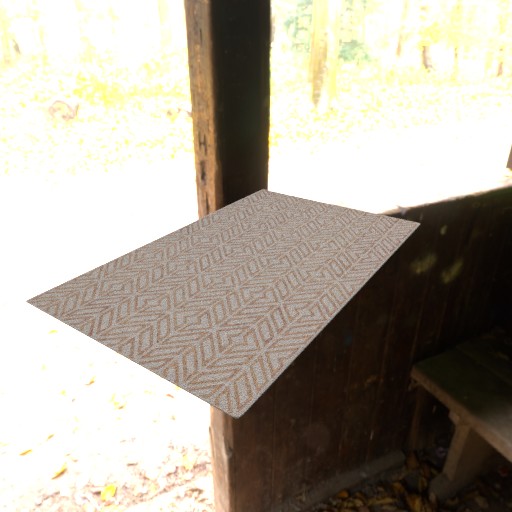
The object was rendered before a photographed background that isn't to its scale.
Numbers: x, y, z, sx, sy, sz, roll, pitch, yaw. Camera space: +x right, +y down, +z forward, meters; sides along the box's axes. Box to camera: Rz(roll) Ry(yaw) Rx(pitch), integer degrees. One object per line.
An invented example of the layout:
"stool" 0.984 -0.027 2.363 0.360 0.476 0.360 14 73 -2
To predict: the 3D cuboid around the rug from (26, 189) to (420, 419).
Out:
"rug" 0.000 0.000 3.032 1.523 0.008 2.438 17 32 31
